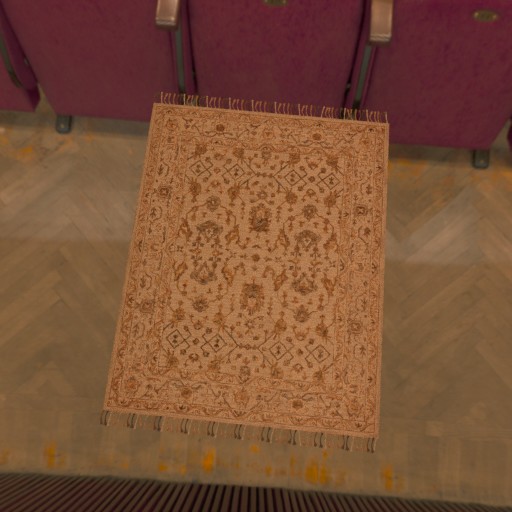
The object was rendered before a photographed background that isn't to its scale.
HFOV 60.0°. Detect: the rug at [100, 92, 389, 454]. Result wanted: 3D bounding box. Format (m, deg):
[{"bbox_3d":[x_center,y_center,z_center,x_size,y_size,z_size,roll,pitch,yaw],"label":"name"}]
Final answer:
[{"bbox_3d":[0.000,0.000,2.211,1.278,0.009,1.726,5,77,1],"label":"rug"}]
